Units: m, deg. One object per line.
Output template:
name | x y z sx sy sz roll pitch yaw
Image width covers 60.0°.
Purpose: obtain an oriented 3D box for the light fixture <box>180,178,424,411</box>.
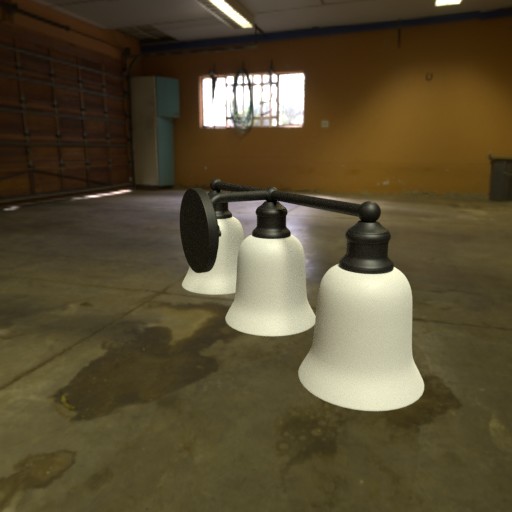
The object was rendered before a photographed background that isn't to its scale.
light fixture | 0.000 0.000 0.673 0.198 0.211 0.570 -7 15 -27
